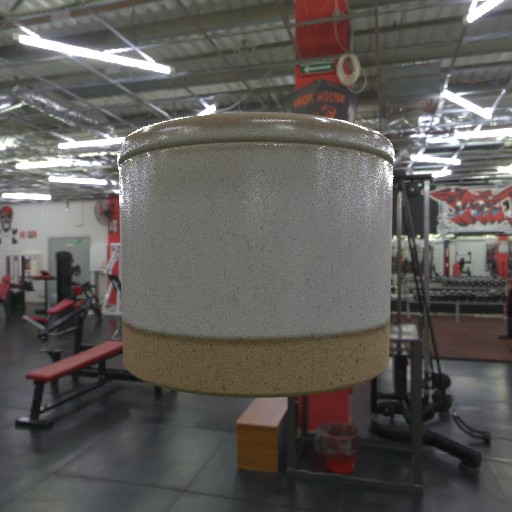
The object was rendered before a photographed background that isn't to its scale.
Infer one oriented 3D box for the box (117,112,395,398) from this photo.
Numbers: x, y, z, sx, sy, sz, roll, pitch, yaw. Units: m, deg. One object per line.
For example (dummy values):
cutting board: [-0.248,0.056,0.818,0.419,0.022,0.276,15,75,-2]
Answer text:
box: [0.000,0.000,0.259,0.154,0.123,0.154,0,1,0]
